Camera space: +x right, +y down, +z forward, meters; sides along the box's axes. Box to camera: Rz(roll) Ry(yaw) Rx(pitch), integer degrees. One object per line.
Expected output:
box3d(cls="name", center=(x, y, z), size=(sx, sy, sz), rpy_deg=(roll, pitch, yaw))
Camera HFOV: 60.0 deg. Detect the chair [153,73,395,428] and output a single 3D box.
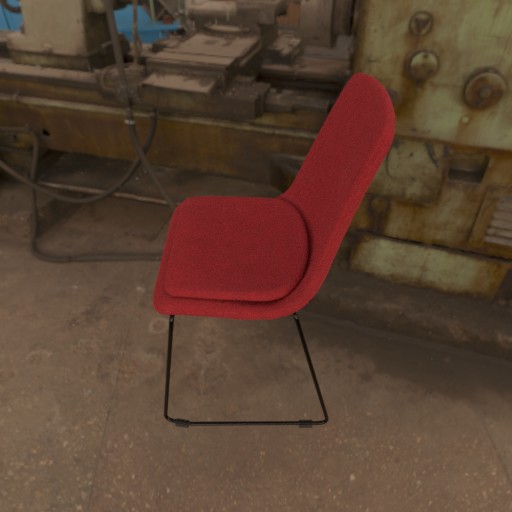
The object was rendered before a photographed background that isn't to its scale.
box3d(cls="chair", center=(0.000, 0.000, 1.142), size=(0.518, 0.858, 0.479), rpy_deg=(0, 41, 0))
